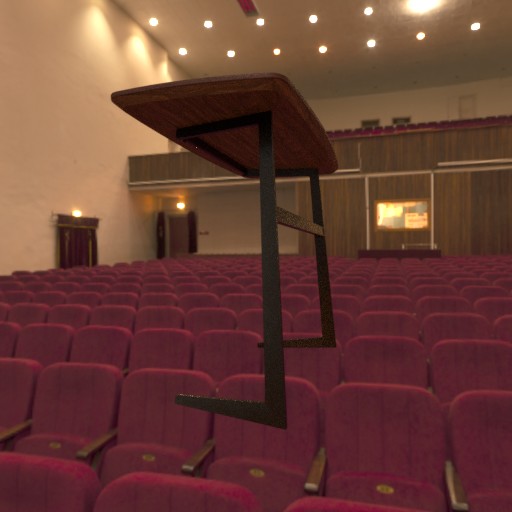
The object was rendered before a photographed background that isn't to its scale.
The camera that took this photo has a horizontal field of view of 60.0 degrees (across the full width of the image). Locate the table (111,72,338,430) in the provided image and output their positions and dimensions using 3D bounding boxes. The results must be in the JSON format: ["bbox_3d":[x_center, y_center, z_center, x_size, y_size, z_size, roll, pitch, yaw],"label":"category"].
[{"bbox_3d":[0.000,0.000,1.112,0.361,0.576,0.804,0,0,17],"label":"table"}]
